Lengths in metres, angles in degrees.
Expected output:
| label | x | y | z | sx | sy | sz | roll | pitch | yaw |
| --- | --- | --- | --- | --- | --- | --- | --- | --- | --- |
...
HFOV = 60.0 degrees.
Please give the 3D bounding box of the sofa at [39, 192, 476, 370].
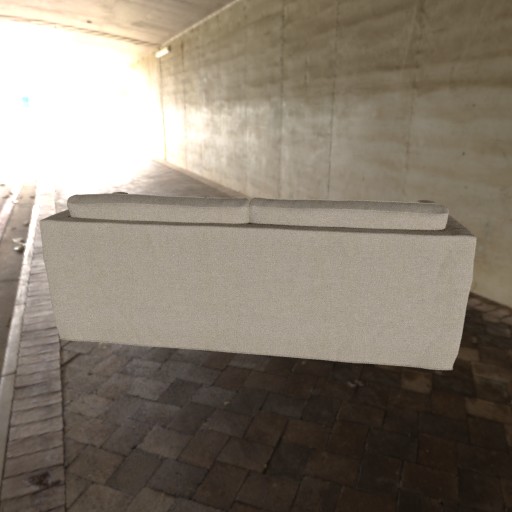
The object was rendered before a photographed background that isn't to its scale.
| label | x | y | z | sx | sy | sz | roll | pitch | yaw |
| --- | --- | --- | --- | --- | --- | --- | --- | --- | --- |
| sofa | 0.000 | 0.000 | 2.767 | 2.296 | 0.847 | 0.956 | 3 | 18 | 8 |
